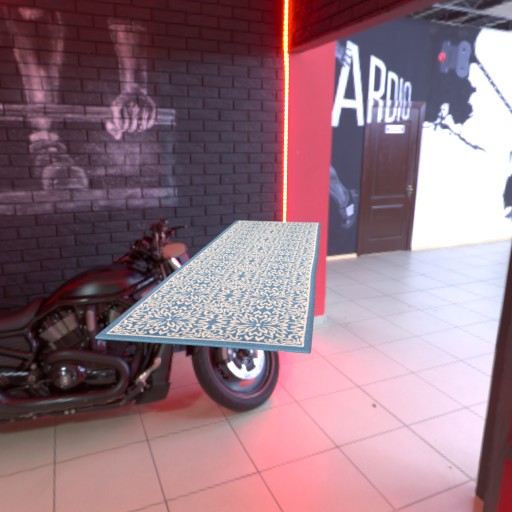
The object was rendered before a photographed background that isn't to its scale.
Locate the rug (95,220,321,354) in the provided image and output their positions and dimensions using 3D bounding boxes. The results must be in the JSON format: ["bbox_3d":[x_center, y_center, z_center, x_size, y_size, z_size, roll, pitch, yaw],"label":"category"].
[{"bbox_3d":[0.000,0.000,2.365,0.662,0.011,2.196,2,14,9],"label":"rug"}]
